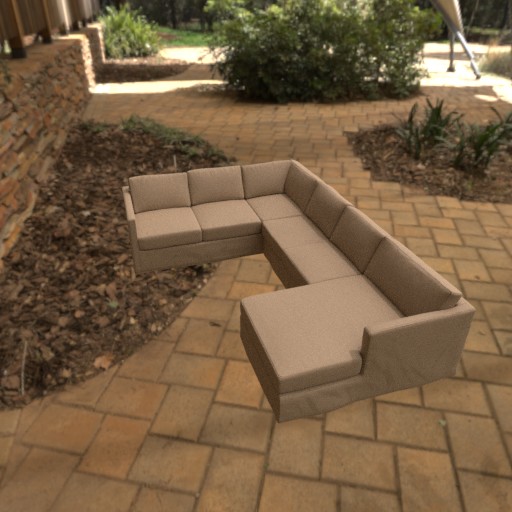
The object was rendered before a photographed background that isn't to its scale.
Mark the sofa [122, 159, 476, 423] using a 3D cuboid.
[{"bbox_3d":[0.000,0.000,4.560,2.427,0.882,3.460,-9,32,-15],"label":"sofa"}]
